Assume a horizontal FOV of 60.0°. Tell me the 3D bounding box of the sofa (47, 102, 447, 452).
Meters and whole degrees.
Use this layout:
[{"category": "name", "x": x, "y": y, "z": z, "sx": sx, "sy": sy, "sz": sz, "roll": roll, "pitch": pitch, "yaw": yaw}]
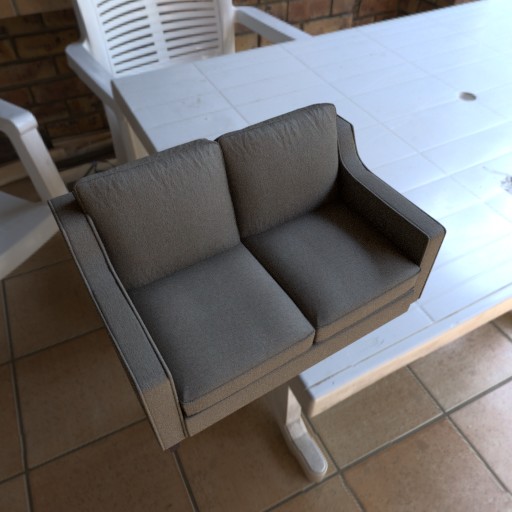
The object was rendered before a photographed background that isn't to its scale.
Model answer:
[{"category": "sofa", "x": 0.000, "y": 0.000, "z": 2.121, "sx": 1.503, "sy": 0.981, "sz": 0.985, "roll": -25, "pitch": 52, "yaw": -21}]
